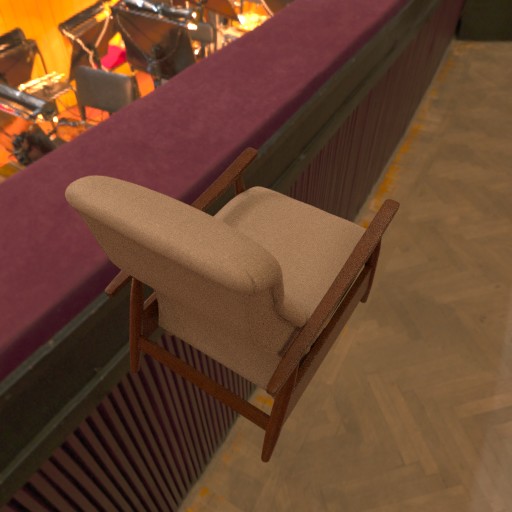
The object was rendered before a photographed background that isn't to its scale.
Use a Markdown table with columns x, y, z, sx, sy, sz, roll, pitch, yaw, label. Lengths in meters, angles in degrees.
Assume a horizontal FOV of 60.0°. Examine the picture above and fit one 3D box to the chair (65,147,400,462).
| x | y | z | sx | sy | sz | roll | pitch | yaw | label |
| --- | --- | --- | --- | --- | --- | --- | --- | --- | --- |
| 0.000 | 0.000 | 1.748 | 0.762 | 1.082 | 1.030 | 26 | 52 | 22 | chair |
